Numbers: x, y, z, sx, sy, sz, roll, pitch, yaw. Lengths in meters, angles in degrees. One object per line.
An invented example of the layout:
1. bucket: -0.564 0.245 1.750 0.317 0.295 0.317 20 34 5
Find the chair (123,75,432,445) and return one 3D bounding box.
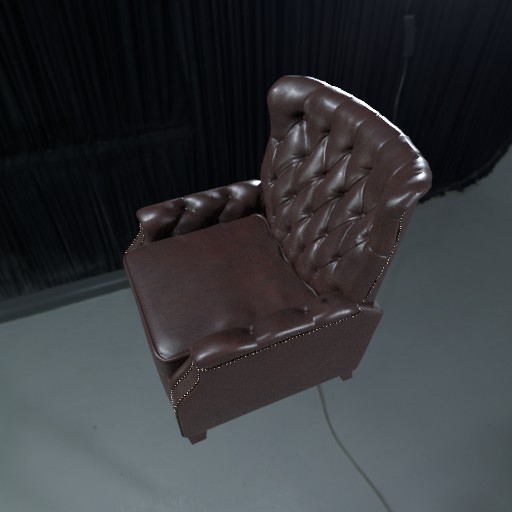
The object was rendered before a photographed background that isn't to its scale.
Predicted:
1. chair: 0.000 0.000 1.473 0.823 0.864 0.709 -17 48 -17
